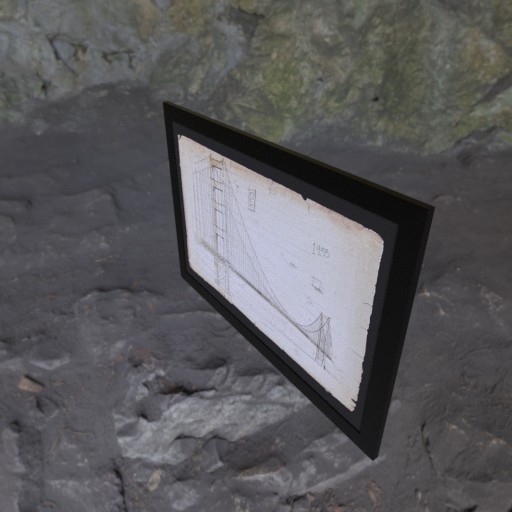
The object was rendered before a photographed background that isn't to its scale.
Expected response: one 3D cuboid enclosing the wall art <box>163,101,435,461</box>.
[{"bbox_3d":[0.000,0.000,0.832,0.013,0.447,0.660,-21,37,-30],"label":"wall art"}]
